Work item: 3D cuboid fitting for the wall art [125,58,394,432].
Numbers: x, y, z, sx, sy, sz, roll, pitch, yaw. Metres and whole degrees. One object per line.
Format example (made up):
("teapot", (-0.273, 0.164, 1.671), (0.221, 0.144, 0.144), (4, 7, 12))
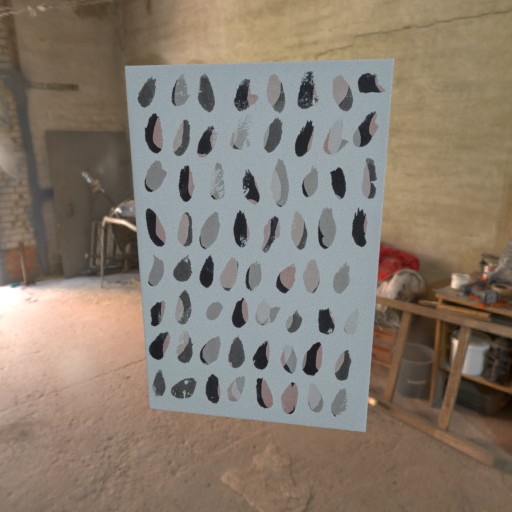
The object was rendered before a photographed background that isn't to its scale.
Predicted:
("wall art", (0.000, 0.000, 0.478), (0.252, 0.381, 0.039), (3, 16, 10))
